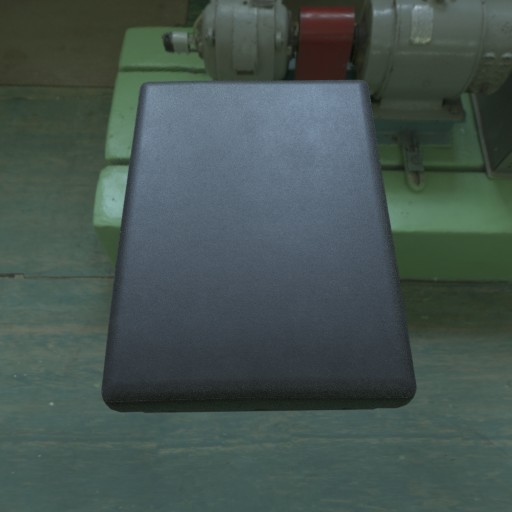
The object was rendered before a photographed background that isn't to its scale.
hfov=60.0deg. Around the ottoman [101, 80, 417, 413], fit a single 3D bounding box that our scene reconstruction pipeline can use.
[{"bbox_3d":[0.000,0.000,1.160,0.590,0.498,0.795,-1,65,0],"label":"ottoman"}]
